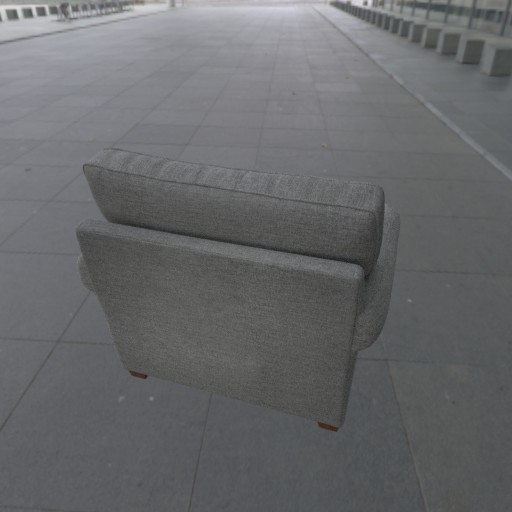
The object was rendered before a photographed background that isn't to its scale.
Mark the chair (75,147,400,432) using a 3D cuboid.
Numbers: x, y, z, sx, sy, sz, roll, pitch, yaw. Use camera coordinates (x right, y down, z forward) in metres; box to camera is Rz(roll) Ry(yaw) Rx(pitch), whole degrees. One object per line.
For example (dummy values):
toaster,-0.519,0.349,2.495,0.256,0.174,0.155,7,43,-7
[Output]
chair,0.000,0.000,1.833,1.092,0.961,0.965,10,33,16
